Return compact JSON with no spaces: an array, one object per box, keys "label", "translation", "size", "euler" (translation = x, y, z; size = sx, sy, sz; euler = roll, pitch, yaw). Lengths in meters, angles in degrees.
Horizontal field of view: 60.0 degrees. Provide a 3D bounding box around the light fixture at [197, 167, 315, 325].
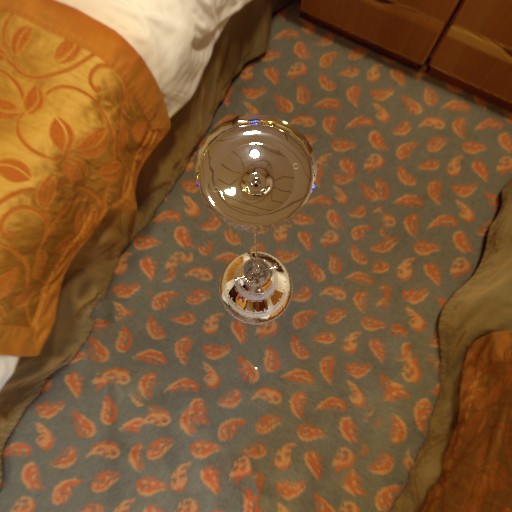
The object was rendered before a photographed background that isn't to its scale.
[{"label":"light fixture","translation":[0.000,0.000,1.608],"size":[0.374,1.457,0.374],"euler":[-17,76,-4]}]
